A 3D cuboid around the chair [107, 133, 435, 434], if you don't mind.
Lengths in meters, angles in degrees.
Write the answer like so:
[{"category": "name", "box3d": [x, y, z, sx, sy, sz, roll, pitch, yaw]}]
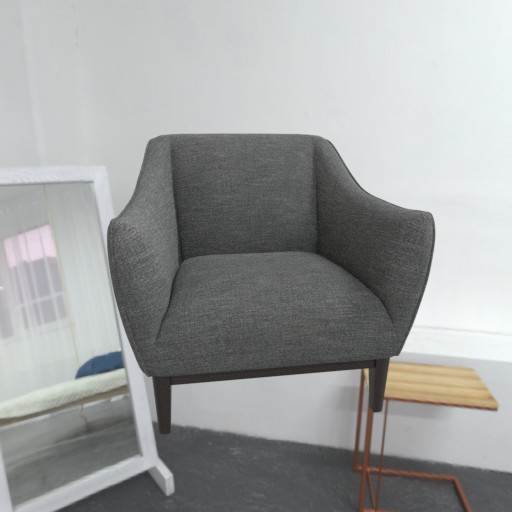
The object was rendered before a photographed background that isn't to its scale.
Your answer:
[{"category": "chair", "box3d": [0.000, 0.000, 1.546, 0.870, 0.829, 0.851, -2, 15, -9]}]
